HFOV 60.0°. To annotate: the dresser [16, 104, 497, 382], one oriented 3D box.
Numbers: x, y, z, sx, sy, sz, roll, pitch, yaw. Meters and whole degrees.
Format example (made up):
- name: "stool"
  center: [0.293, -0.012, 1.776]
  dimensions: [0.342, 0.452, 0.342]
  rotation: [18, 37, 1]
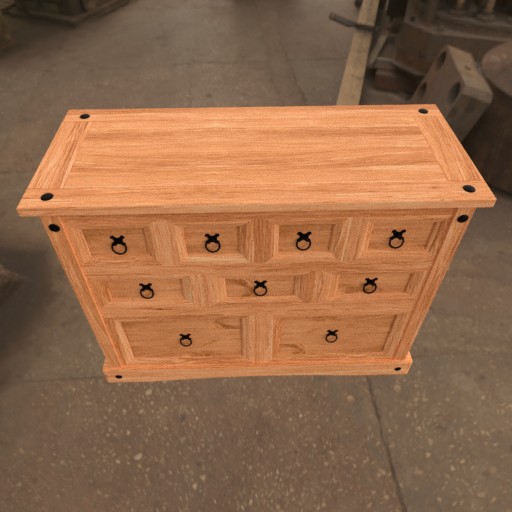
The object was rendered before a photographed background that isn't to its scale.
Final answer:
- name: "dresser"
  center: [0.000, 0.000, 1.317]
  dimensions: [0.990, 0.740, 0.410]
  rotation: [-1, 46, -1]
